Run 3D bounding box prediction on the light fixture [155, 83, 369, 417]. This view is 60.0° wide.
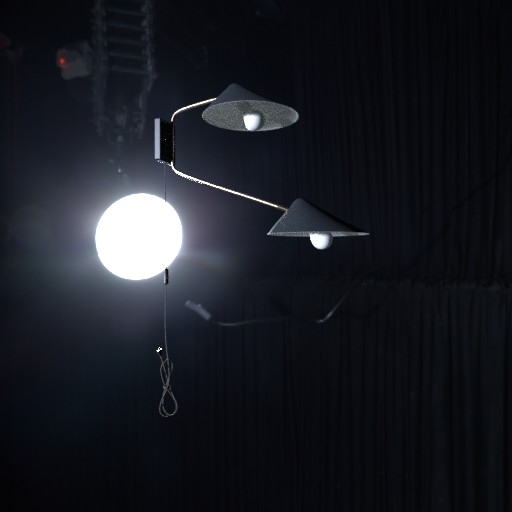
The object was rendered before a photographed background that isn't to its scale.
[{"bbox_3d":[0.000,0.000,0.849,0.422,0.665,0.189,0,0,18],"label":"light fixture"}]
